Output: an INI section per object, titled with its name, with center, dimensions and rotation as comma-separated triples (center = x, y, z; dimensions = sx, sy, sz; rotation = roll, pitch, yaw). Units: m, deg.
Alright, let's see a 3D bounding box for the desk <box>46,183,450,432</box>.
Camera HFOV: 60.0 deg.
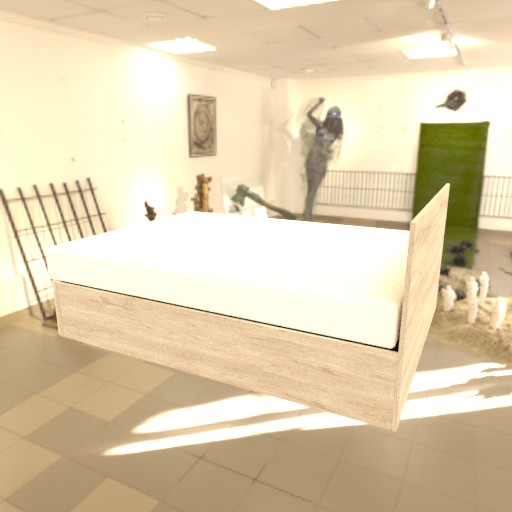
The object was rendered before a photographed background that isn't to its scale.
[desk]
center = 0.000, 0.000, 2.582
dimensions = 1.900, 0.800, 1.400
rotation = 8, 17, 26
